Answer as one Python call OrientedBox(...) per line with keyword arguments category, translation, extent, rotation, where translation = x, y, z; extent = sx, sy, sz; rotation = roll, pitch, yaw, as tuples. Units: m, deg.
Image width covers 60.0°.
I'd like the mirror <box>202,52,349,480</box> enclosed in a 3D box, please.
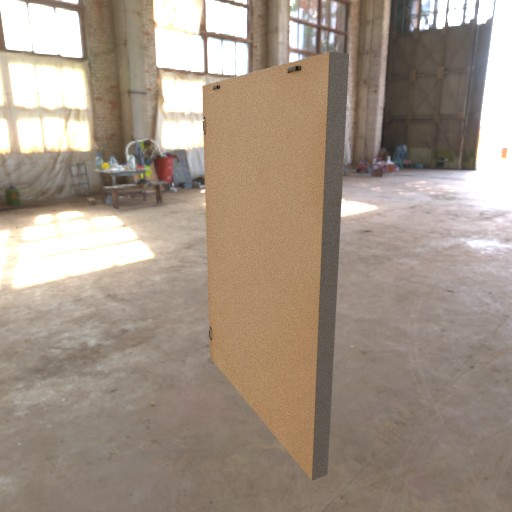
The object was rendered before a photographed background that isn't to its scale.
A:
OrientedBox(category="mirror", translation=(0.000, 0.000, 0.926), extent=(0.039, 0.710, 0.507), rotation=(-8, 17, -26))
